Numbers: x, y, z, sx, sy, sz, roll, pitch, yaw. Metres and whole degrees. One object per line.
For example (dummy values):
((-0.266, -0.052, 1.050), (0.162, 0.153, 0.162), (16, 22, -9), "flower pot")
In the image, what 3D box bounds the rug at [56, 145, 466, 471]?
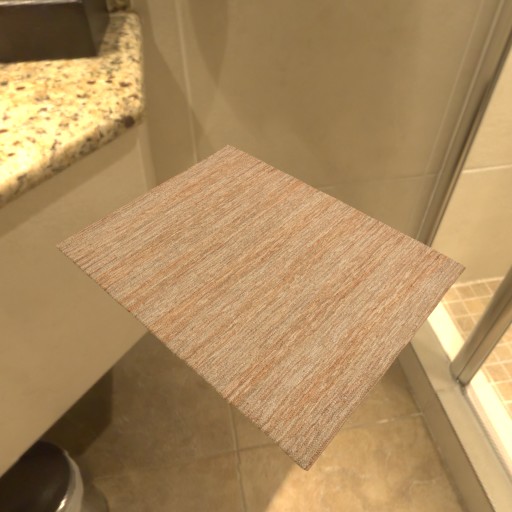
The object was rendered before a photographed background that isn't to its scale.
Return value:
((0.000, 0.000, 3.984), (2.939, 0.009, 2.313), (33, 54, 28), "rug")
